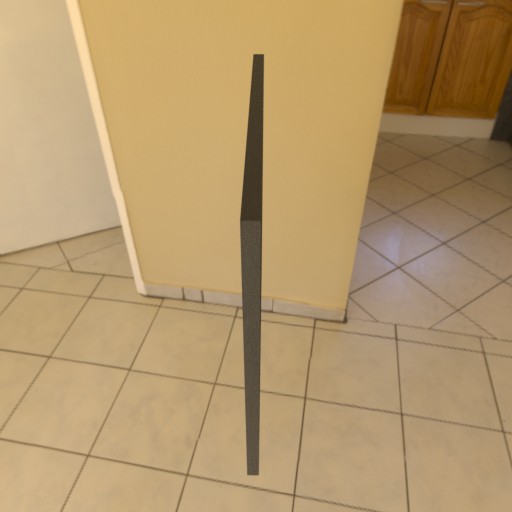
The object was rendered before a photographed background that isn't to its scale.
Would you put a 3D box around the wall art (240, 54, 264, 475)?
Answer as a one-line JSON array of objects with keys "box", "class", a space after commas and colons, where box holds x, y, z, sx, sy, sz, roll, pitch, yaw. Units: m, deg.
[{"box": [0.000, 0.000, 1.508, 0.038, 1.016, 1.016, 1, 40, 1], "class": "wall art"}]
